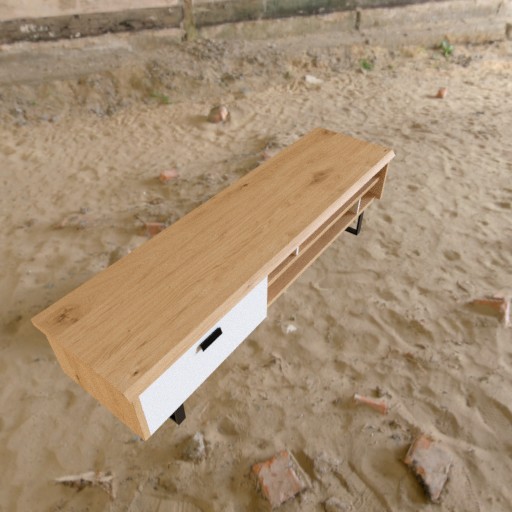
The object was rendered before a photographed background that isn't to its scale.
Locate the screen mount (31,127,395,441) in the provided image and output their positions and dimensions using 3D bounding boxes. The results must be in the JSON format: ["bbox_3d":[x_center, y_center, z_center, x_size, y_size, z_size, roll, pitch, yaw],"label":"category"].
[{"bbox_3d":[0.000,0.000,1.910,0.450,0.430,1.700,26,47,27],"label":"screen mount"}]
